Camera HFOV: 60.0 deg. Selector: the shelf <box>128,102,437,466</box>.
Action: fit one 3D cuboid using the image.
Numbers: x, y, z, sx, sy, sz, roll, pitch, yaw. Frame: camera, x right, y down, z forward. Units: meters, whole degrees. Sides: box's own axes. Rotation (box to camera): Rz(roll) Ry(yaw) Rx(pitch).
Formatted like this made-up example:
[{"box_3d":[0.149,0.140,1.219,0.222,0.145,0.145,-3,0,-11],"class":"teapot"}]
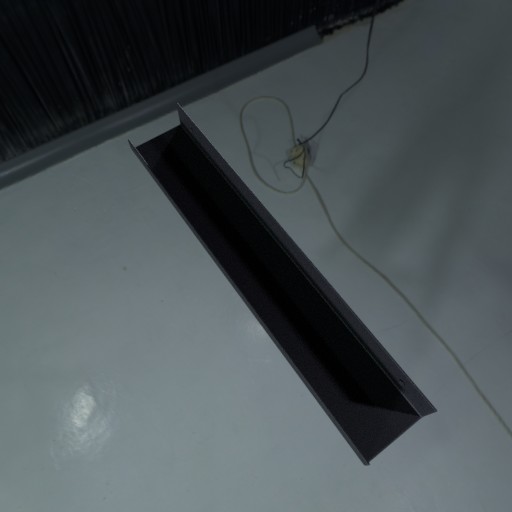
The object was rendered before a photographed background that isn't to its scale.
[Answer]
[{"box_3d":[0.000,0.000,0.646,0.102,0.053,0.605,-32,68,-15],"class":"shelf"}]
